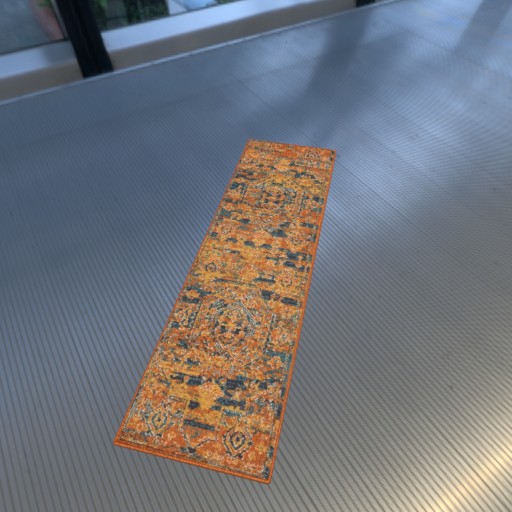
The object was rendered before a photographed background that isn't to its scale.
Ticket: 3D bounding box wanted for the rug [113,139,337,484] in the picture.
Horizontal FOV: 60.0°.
[{"bbox_3d":[0.000,0.000,2.483,0.651,0.016,2.274,10,48,9],"label":"rug"}]
